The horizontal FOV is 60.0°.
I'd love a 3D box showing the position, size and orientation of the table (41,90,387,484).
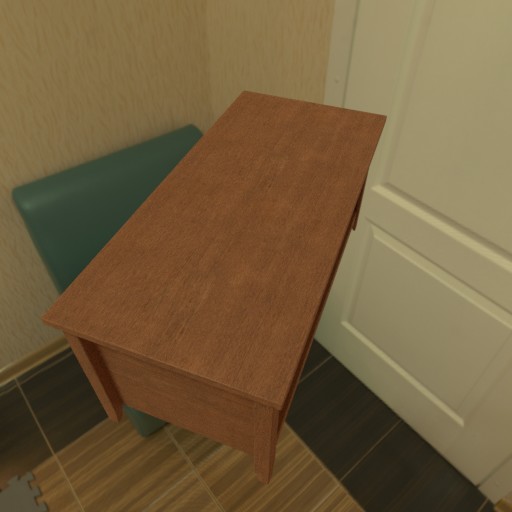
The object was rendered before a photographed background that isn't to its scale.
[{"bbox_3d":[0.000,0.000,1.272,0.483,0.457,1.016,15,48,15],"label":"table"}]
